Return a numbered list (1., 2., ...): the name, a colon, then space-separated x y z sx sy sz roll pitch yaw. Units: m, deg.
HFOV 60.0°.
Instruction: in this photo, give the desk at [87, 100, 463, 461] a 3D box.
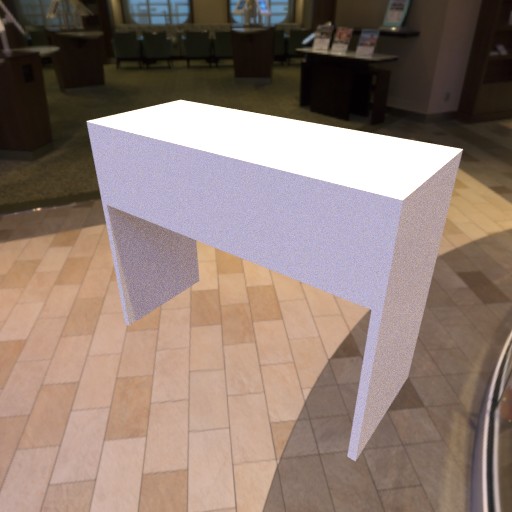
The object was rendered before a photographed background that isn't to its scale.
1. desk: 0.000 0.000 1.436 1.000 0.790 0.400 21 36 31
